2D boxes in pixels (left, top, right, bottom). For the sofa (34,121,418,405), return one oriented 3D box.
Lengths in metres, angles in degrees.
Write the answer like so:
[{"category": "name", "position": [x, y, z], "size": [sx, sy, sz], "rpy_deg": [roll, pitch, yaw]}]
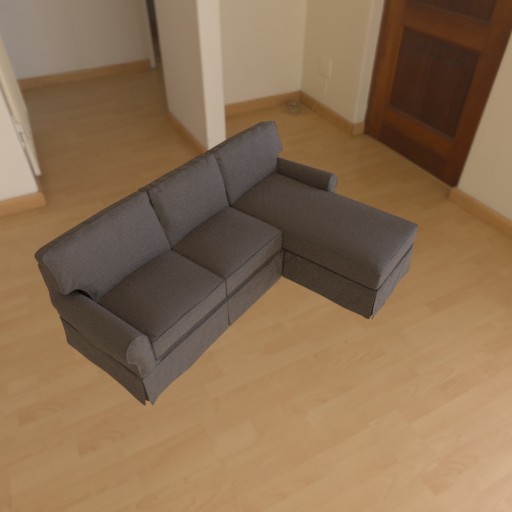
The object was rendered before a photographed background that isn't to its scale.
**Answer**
[{"category": "sofa", "position": [0.000, 0.000, 3.340], "size": [1.733, 0.978, 2.475], "rpy_deg": [26, 47, 27]}]
